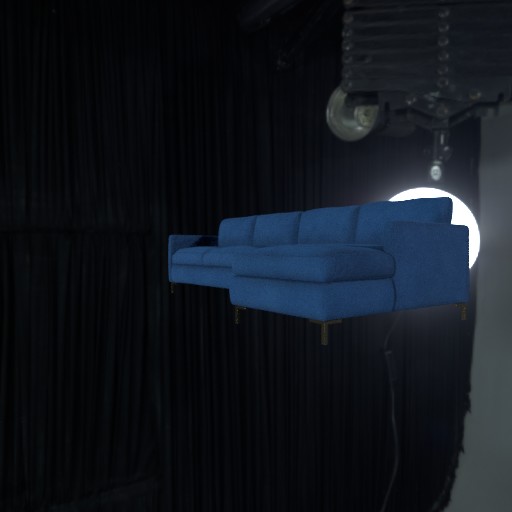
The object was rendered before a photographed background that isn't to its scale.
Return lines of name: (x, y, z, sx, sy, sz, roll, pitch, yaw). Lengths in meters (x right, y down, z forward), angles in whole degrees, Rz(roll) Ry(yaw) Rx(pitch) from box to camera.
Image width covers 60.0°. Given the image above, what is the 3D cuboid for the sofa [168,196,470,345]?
sofa: (0.000, 0.000, 3.625, 1.350, 0.810, 2.932, 0, 1, -36)
